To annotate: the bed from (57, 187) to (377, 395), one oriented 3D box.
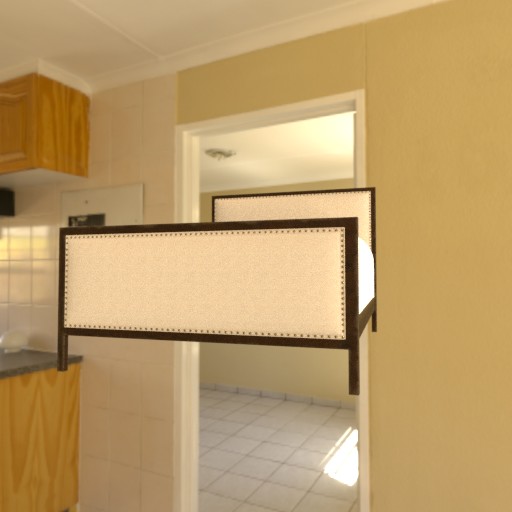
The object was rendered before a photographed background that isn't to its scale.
[{"bbox_3d":[0.000,0.000,3.218,1.607,1.313,2.221,-1,-2,17],"label":"bed"}]
